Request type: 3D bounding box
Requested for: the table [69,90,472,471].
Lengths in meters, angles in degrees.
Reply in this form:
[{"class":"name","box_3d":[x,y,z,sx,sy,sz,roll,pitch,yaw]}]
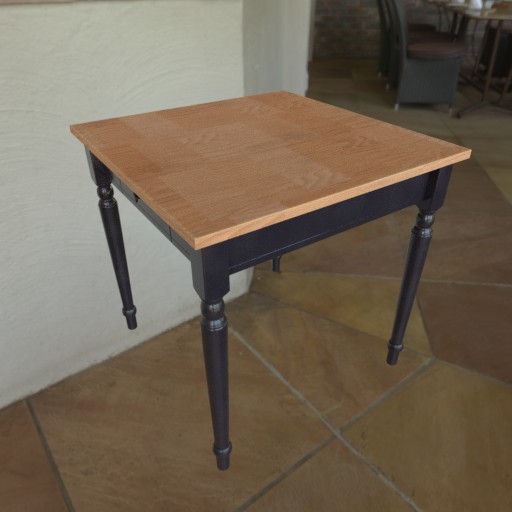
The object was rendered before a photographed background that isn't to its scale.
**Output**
[{"class":"table","box_3d":[0.000,0.000,1.348,0.747,0.738,0.747,-20,38,-28]}]
